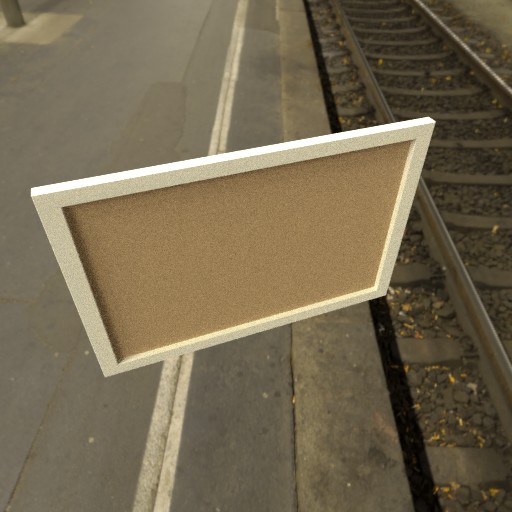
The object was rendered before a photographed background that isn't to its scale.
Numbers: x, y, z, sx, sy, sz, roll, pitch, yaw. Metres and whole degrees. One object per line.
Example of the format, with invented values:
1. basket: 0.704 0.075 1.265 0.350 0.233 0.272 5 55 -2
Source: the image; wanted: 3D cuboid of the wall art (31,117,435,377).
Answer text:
1. wall art: 0.000 0.000 1.461 1.144 0.767 0.038 -14 44 -15
